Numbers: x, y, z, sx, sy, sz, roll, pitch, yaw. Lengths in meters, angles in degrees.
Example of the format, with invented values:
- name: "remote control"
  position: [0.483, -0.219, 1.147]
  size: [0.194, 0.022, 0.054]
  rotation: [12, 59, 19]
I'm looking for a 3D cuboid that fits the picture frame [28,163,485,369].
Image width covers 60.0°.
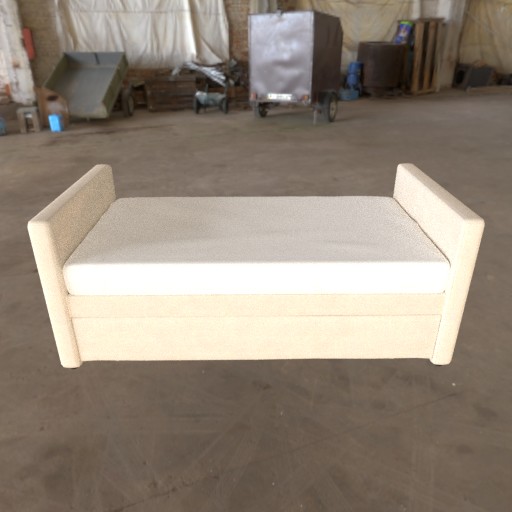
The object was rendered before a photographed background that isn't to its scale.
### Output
- name: "picture frame"
  position: [0.000, 0.000, 2.744]
  size: [2.161, 0.891, 1.069]
  rotation: [0, 26, -1]
